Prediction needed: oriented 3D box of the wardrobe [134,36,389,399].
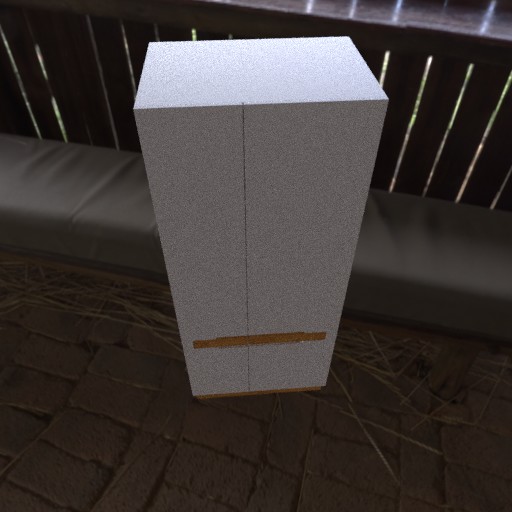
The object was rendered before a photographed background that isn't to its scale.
[{"bbox_3d":[0.000,0.000,2.419,0.860,2.040,0.600,-3,45,-3],"label":"wardrobe"}]
